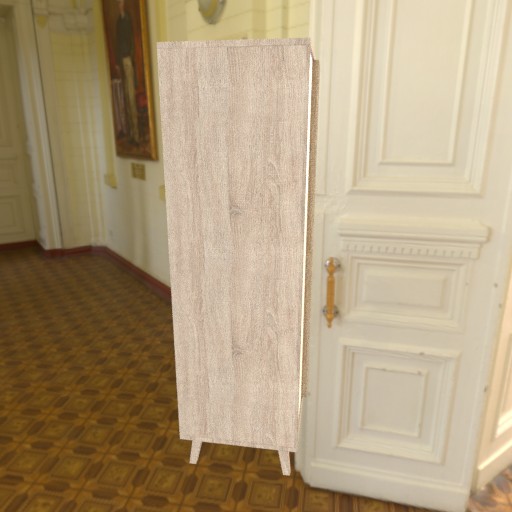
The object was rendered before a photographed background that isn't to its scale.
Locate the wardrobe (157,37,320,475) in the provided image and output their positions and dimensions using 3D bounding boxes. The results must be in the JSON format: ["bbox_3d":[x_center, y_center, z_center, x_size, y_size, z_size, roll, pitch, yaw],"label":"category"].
[{"bbox_3d":[0.000,0.000,2.386,0.600,1.960,1.000,3,17,9],"label":"wardrobe"}]
